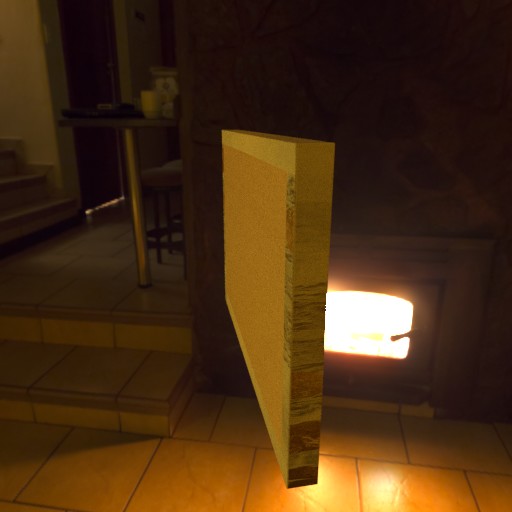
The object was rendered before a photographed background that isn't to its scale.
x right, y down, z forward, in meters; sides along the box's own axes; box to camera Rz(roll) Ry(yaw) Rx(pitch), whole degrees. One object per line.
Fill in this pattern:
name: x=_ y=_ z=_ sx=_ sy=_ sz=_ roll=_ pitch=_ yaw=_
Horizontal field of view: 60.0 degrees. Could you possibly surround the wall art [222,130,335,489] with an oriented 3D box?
wall art: x=0.000 y=0.000 z=0.766 sx=0.041 sy=0.407 sz=0.606 roll=-3 pitch=17 yaw=-10
